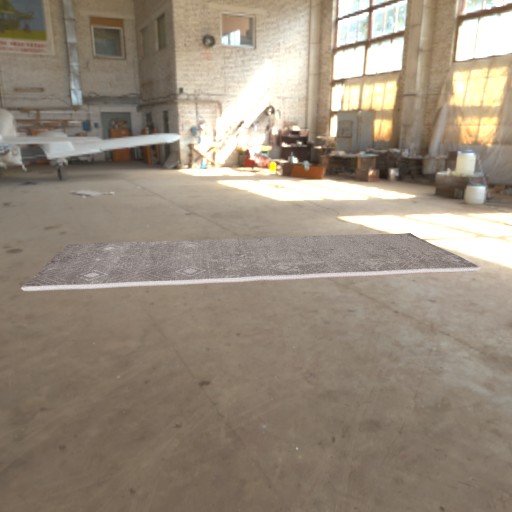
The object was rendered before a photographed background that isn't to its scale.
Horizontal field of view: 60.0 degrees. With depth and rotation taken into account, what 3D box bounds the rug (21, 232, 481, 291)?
[{"bbox_3d":[0.000,0.000,2.662,2.381,0.035,0.832,-2,16,-8],"label":"rug"}]
